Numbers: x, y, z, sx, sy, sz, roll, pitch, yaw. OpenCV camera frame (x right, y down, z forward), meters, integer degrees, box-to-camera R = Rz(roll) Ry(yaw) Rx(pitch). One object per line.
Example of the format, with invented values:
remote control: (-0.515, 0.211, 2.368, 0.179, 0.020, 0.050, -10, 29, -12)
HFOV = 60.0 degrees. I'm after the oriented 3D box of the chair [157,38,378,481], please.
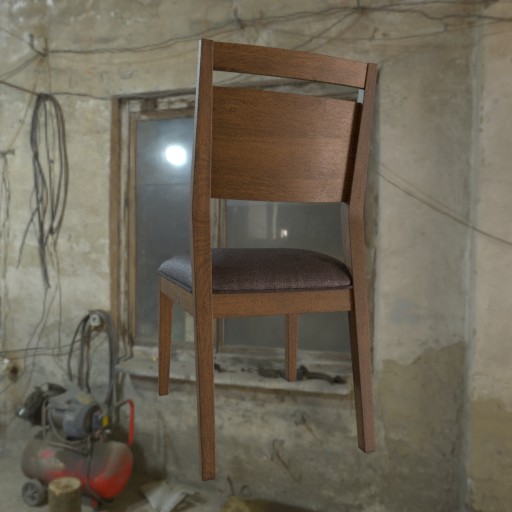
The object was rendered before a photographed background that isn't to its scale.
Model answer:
chair: (0.000, 0.000, 1.265, 0.501, 0.939, 0.610, -1, 2, -18)
